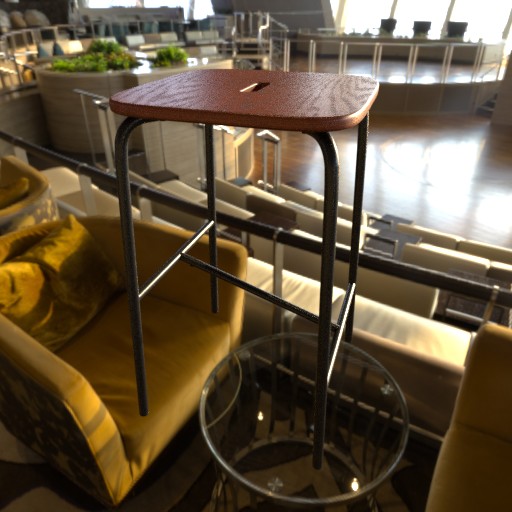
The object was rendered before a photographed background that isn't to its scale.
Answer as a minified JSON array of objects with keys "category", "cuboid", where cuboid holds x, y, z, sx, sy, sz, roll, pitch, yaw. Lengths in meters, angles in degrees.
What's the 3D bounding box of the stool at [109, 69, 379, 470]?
[{"category":"stool","cuboid":[0.000,0.000,0.844,0.376,0.610,0.376,10,32,16]}]
